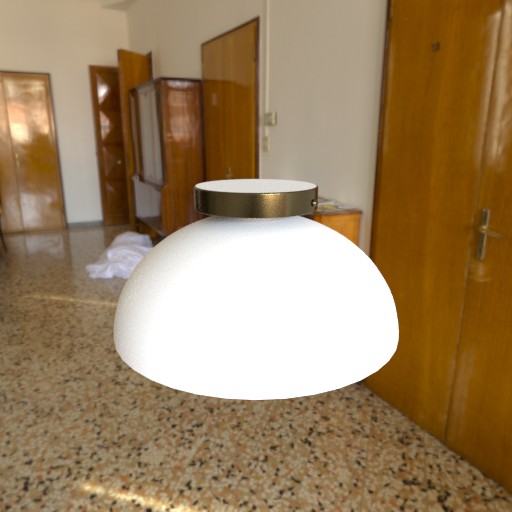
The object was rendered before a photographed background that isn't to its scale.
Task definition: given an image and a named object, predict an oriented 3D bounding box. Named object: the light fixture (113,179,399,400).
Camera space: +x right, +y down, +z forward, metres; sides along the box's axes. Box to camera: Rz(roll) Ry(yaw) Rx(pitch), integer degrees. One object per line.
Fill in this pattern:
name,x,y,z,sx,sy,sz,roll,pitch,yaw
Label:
light fixture,0.000,0.000,0.555,0.355,0.177,0.355,0,16,0
